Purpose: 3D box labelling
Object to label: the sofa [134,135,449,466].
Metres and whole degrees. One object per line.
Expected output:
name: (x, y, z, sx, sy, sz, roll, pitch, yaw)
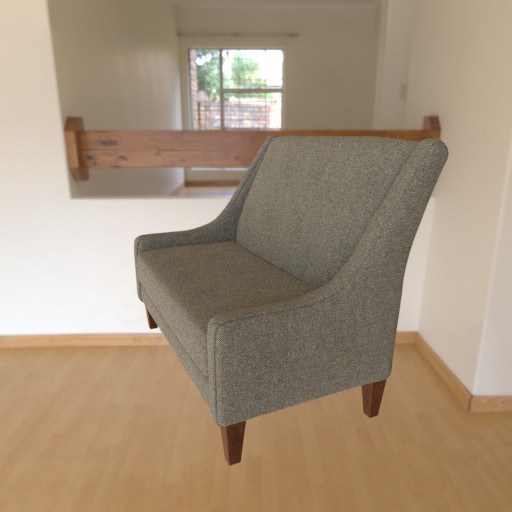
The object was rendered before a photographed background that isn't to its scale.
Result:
sofa: (0.000, 0.000, 1.955, 0.870, 1.021, 1.242, -8, 18, -25)
